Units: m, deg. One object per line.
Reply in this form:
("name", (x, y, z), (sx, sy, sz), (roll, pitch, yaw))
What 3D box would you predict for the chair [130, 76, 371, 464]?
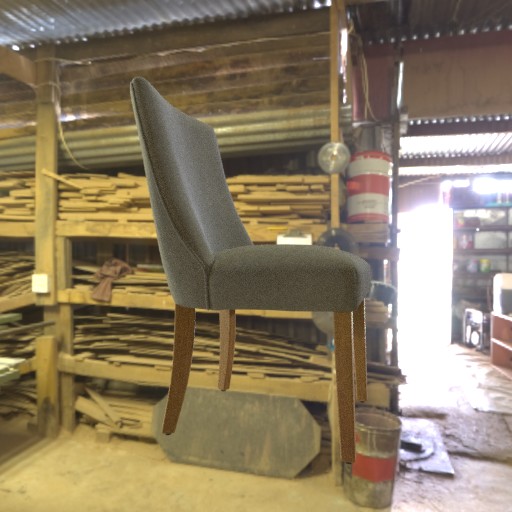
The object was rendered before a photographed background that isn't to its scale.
("chair", (0.000, 0.000, 1.250), (0.610, 0.902, 0.495), (0, 0, 17))
